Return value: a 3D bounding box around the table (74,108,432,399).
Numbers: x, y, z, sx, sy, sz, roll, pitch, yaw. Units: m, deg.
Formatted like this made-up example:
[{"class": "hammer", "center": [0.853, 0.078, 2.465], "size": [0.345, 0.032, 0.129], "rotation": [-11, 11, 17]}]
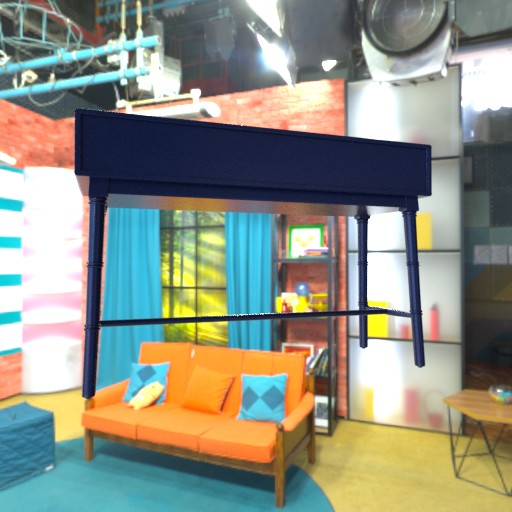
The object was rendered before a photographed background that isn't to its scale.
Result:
[{"class": "table", "center": [0.000, 0.000, 1.496], "size": [1.118, 0.749, 0.399], "rotation": [0, -1, -19]}]
